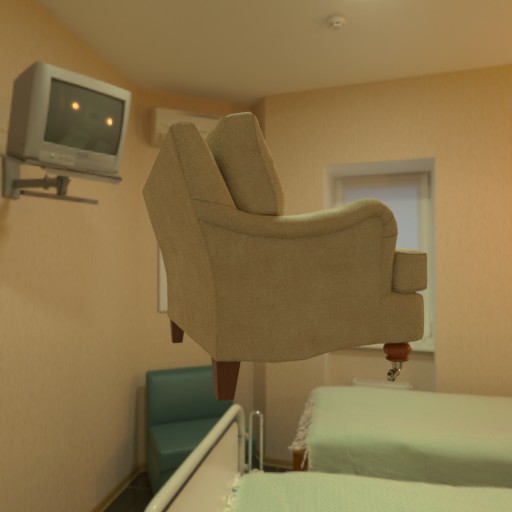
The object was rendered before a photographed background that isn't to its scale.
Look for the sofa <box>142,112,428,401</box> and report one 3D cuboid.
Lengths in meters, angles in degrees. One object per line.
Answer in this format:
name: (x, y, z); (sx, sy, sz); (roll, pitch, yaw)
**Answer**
sofa: (0.000, 0.000, 2.357); (1.086, 1.087, 1.498); (0, -1, -18)
